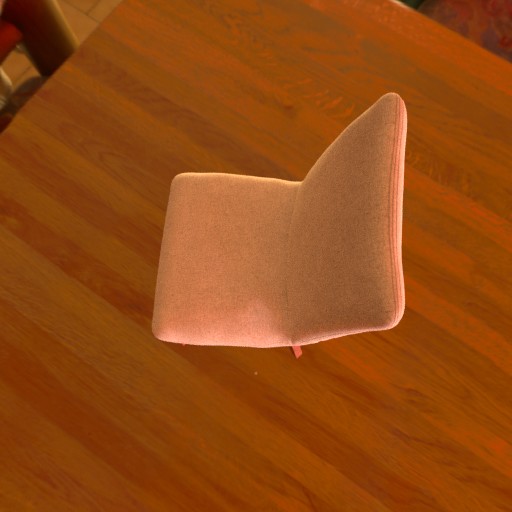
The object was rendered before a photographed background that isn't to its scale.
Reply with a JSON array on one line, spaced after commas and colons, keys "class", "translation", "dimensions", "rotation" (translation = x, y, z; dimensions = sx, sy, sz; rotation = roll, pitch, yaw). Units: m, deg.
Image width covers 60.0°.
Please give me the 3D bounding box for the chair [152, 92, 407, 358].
[{"class": "chair", "translation": [0.000, 0.000, 1.273], "dimensions": [0.563, 0.974, 0.522], "rotation": [4, 75, 1]}]
